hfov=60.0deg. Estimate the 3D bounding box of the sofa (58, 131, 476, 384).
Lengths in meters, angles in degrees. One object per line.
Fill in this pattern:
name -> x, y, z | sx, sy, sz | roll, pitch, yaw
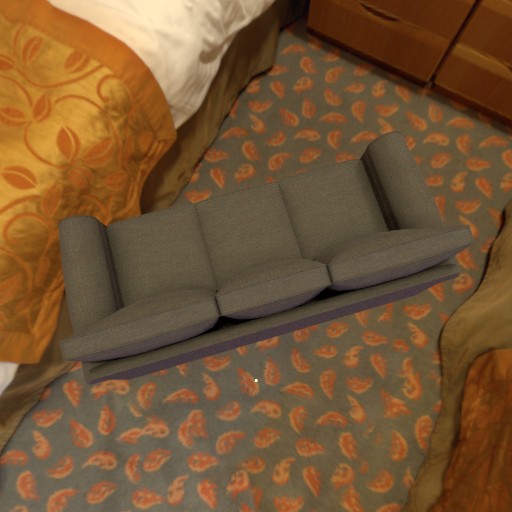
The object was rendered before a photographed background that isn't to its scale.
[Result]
sofa -> 0.000, 0.000, 2.587 | 2.084, 0.966, 0.909 | -16, 75, -4
